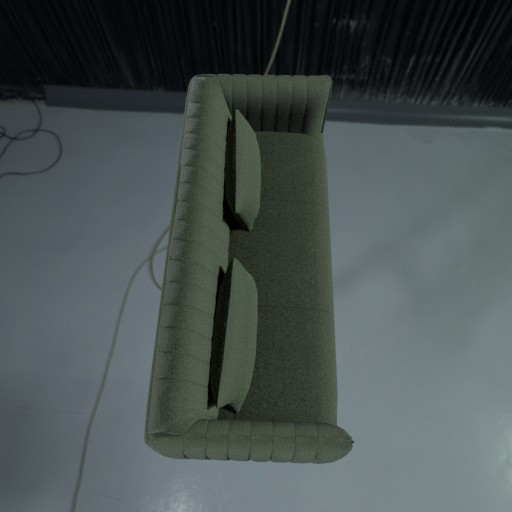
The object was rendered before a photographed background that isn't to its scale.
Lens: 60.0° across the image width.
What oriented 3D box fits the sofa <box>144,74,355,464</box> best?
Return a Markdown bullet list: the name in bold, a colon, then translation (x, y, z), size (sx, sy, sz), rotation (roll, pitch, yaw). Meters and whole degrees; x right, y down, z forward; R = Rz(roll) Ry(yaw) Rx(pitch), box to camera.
- **sofa**: translation (0.000, 0.000, 2.536), size (0.896, 0.793, 2.137), rotation (2, 65, 1)
